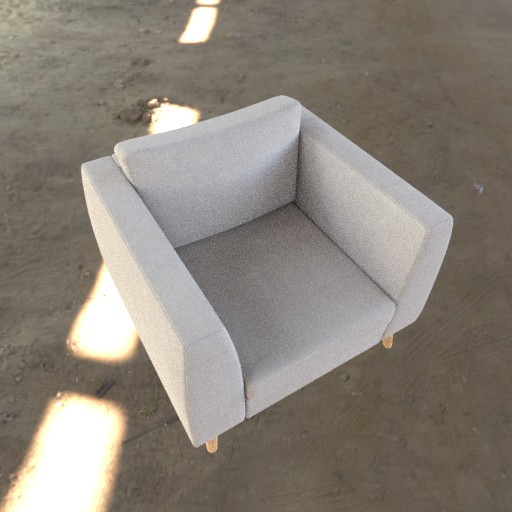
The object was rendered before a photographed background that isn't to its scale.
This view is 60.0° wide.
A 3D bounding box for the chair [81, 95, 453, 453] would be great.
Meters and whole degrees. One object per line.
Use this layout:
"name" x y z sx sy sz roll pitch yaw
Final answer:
"chair" 0.000 0.000 1.704 1.000 0.860 0.930 -23 51 -21
